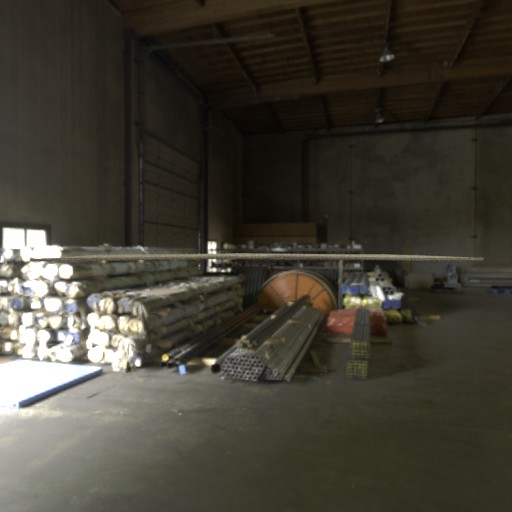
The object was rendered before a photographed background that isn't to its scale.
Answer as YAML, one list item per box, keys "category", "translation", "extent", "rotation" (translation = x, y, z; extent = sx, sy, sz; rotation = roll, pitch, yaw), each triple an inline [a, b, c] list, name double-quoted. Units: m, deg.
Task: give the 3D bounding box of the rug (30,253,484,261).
- category: "rug"
  translation: [0.000, 0.000, 4.876]
  extent: [3.626, 0.051, 2.757]
  rotation: [0, 1, 0]
